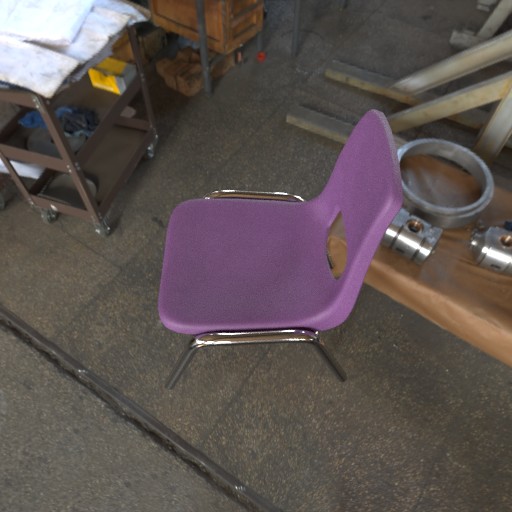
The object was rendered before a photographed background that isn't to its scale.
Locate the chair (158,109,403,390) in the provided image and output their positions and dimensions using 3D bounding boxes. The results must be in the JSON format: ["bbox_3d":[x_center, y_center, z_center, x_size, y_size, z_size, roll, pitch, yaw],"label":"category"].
[{"bbox_3d":[0.000,0.000,0.865,0.419,0.584,0.356,0,57,0],"label":"chair"}]
